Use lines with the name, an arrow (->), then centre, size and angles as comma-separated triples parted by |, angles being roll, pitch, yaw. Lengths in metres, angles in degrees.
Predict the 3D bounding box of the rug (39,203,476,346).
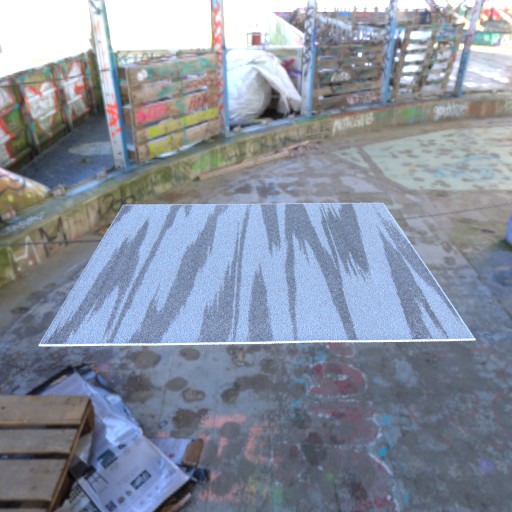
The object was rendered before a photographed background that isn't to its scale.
rug -> 0.000, 0.000, 3.990 | 2.945, 0.014, 2.353 | -1, 30, -1
